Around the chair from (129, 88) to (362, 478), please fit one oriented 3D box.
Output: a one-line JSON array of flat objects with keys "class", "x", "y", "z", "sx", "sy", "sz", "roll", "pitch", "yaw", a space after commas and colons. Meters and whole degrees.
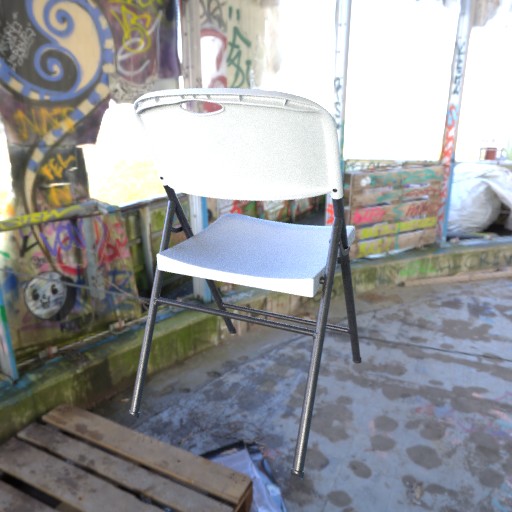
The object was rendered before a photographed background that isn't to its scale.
[{"class": "chair", "x": 0.000, "y": 0.000, "z": 1.183, "sx": 0.494, "sy": 0.810, "sz": 0.566, "roll": 8, "pitch": 19, "yaw": 25}]
